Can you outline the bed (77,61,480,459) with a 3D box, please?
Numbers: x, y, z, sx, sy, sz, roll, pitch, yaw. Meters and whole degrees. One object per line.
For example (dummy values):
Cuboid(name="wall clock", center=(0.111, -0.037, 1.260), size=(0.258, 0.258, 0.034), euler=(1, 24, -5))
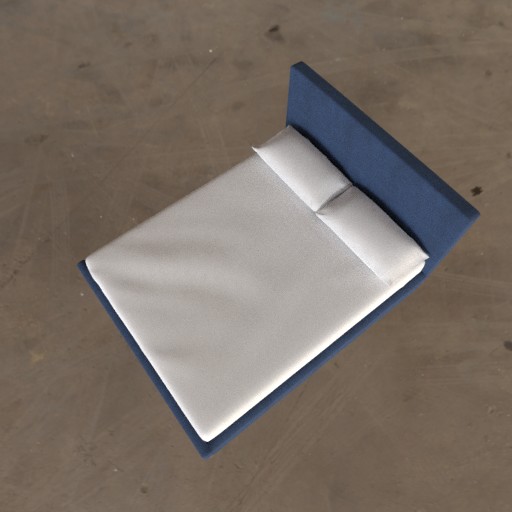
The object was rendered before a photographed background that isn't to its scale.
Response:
Cuboid(name="bed", center=(0.000, 0.000, 3.228), size=(2.172, 1.231, 1.723), euler=(-35, 68, -16))
